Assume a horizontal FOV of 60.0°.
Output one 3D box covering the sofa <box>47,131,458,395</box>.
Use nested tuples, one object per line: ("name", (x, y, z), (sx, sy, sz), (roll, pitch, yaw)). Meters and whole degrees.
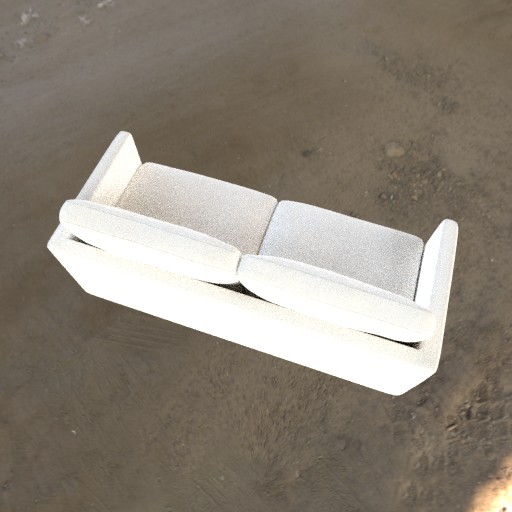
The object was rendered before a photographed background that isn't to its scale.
("sofa", (0.000, 0.000, 2.678), (2.139, 0.933, 0.924), (17, 64, 9))
